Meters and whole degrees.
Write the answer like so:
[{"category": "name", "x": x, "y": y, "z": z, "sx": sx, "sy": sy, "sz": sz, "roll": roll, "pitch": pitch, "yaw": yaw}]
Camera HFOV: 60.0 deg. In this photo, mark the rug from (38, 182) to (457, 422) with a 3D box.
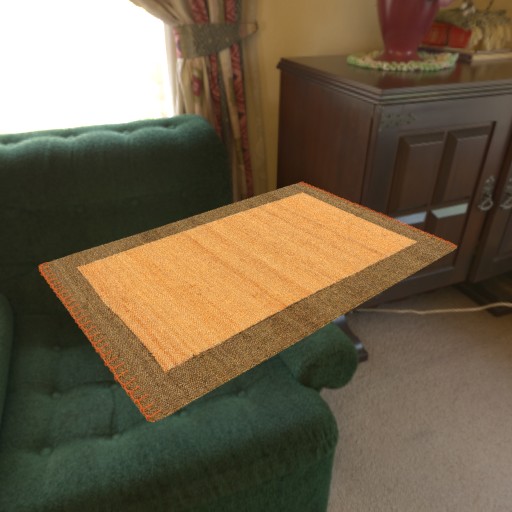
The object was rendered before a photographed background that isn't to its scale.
[{"category": "rug", "x": 0.000, "y": 0.000, "z": 2.289, "sx": 1.838, "sy": 0.019, "sz": 1.220, "roll": -22, "pitch": 37, "yaw": -33}]
